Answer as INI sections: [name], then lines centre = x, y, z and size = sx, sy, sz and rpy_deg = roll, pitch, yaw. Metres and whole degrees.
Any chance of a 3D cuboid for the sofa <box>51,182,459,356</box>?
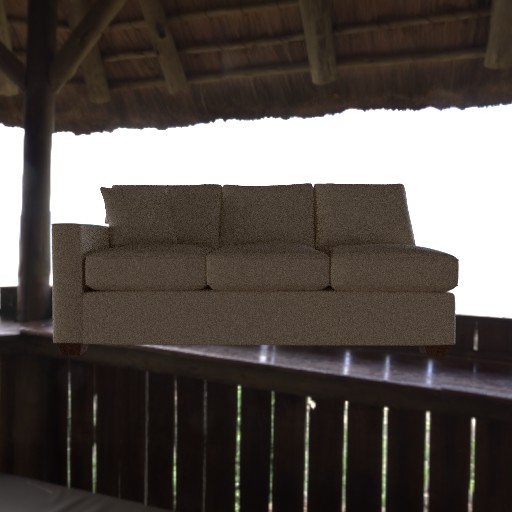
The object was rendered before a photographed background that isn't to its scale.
[sofa]
centre = 0.000, 0.000, 2.590
size = 1.962, 0.946, 1.034
rpy_deg = 0, 2, 1
